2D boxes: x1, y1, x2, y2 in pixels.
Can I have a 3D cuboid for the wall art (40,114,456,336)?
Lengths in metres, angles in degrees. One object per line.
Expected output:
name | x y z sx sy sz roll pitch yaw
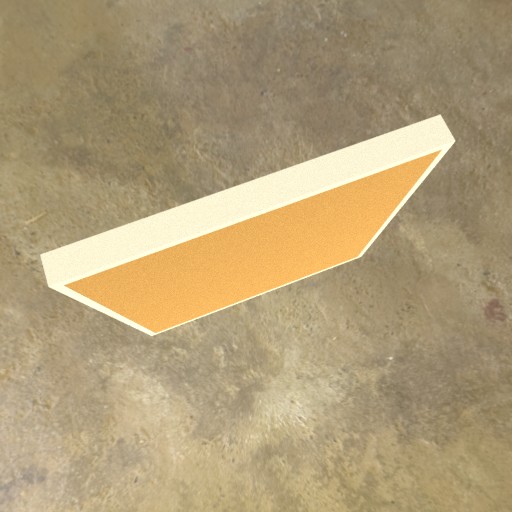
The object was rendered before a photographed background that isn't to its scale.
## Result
wall art | 0.000 0.000 0.767 0.509 0.509 0.040 -20 75 -6
